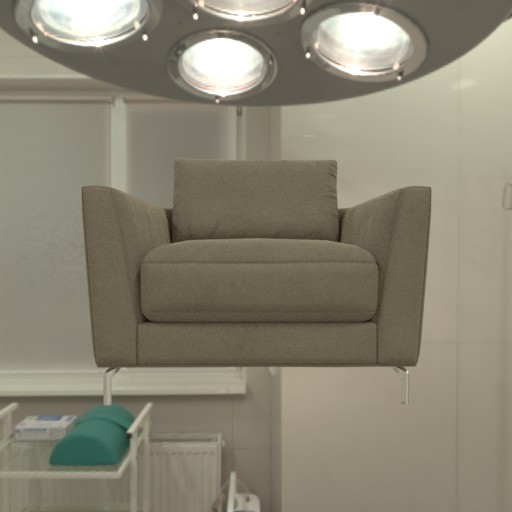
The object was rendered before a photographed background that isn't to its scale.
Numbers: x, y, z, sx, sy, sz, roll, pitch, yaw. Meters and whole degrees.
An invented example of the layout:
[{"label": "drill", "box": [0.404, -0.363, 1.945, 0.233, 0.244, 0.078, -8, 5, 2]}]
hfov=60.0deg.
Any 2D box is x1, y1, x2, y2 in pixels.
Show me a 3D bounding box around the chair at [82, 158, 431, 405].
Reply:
[{"label": "chair", "box": [0.000, 0.000, 1.695, 1.041, 0.864, 0.889, 0, 1, -1]}]
